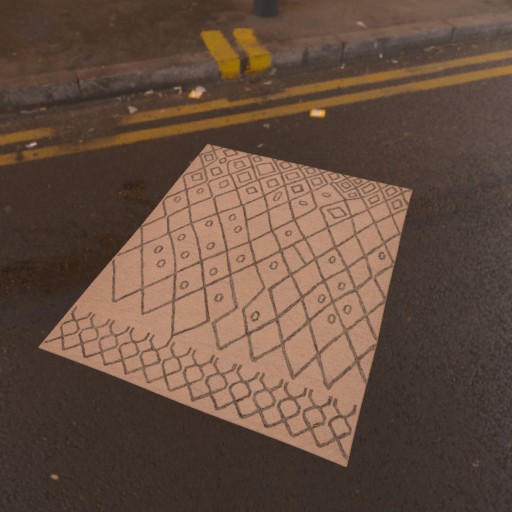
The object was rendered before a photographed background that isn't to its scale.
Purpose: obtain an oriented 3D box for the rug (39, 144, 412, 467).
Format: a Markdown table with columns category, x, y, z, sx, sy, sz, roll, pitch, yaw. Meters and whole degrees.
| category | x | y | z | sx | sy | sz | roll | pitch | yaw |
| --- | --- | --- | --- | --- | --- | --- | --- | --- | --- |
| rug | 0.000 | 0.000 | 4.114 | 2.446 | 0.015 | 3.046 | 16 | 49 | 14 |
